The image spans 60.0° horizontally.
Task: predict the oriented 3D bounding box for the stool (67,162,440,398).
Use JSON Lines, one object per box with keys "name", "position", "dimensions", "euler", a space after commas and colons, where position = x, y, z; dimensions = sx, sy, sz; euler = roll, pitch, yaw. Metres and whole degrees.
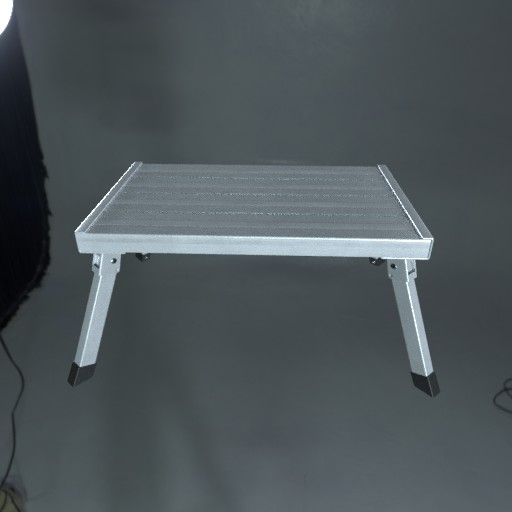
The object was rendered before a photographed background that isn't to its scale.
{"name": "stool", "position": [0.000, 0.000, 0.736], "dimensions": [0.535, 0.225, 0.385], "euler": [1, 30, 2]}
